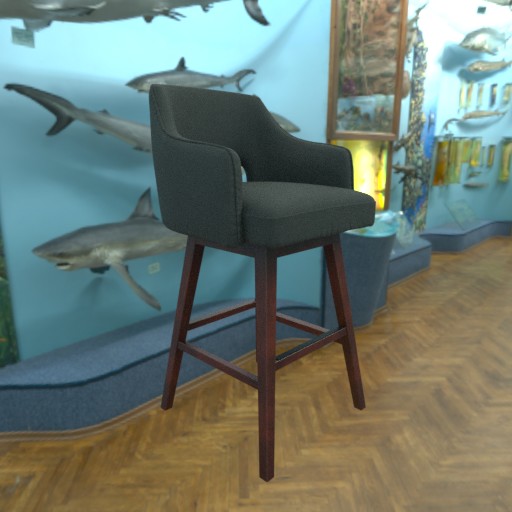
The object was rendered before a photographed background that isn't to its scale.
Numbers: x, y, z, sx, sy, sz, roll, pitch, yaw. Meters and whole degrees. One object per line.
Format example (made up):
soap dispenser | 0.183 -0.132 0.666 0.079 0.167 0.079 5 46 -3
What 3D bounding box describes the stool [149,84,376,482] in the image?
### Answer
stool | 0.000 0.000 1.356 0.558 1.012 0.548 13 19 43
